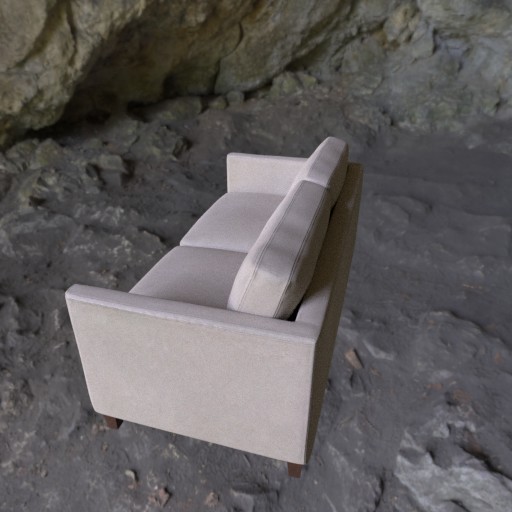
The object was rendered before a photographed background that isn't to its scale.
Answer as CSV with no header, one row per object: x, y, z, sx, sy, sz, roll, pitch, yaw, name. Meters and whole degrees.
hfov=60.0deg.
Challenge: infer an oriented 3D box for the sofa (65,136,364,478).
0.000,0.000,2.349,0.950,0.940,1.846,8,31,14,sofa
